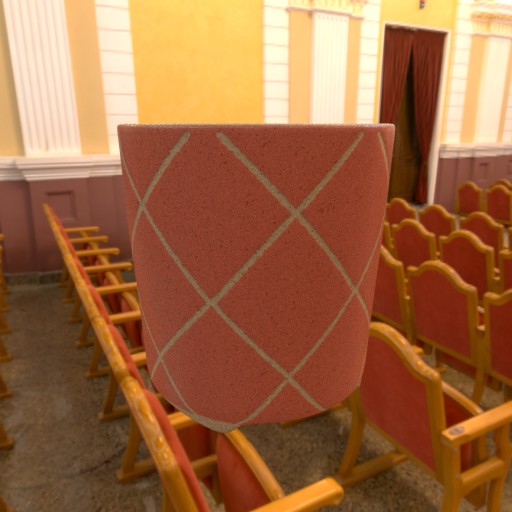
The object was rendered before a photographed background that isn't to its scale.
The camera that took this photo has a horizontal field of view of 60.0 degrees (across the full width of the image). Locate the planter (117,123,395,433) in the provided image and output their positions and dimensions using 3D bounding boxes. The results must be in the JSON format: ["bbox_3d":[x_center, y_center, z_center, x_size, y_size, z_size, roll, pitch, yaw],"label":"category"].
[{"bbox_3d":[0.000,0.000,0.410,0.227,0.235,0.227,0,16,0],"label":"planter"}]
